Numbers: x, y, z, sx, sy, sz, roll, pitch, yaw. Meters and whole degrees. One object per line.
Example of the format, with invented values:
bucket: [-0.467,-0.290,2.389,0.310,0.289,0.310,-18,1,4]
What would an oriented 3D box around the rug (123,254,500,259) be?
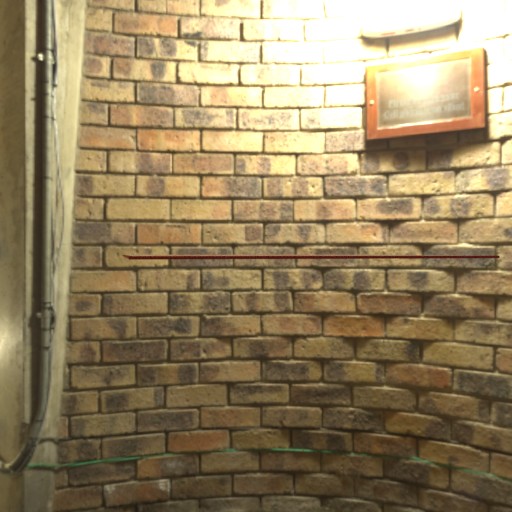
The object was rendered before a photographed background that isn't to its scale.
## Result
rug: [0.000,0.000,2.797,1.593,0.013,2.211,0,0,-17]
